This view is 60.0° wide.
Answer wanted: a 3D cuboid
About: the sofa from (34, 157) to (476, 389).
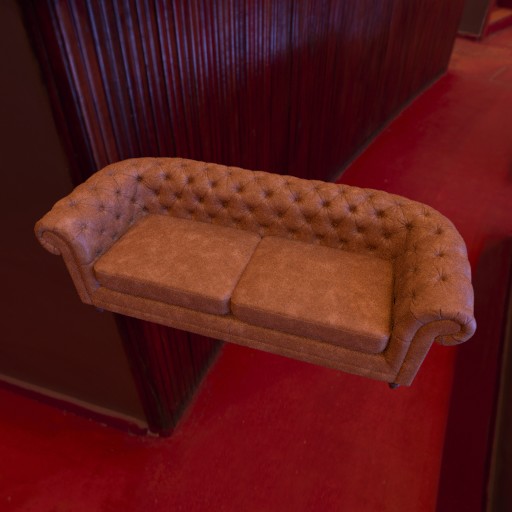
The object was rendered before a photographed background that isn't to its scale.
[{"bbox_3d":[0.000,0.000,2.751,2.365,0.760,0.989,12,42,13],"label":"sofa"}]
